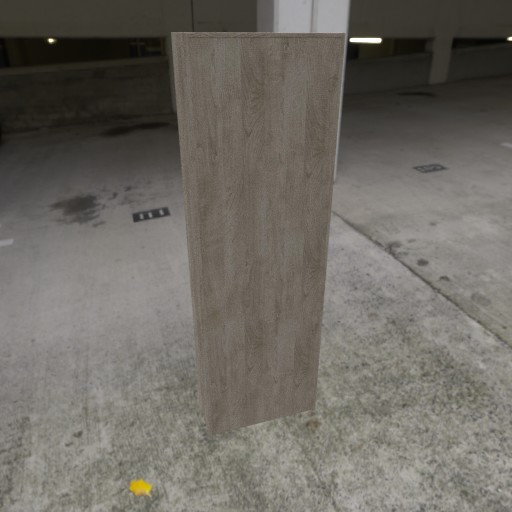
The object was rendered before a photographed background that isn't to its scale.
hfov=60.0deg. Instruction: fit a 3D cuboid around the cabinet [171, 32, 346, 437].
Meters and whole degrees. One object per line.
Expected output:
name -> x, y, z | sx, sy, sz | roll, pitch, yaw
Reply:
cabinet -> 0.000, 0.000, 1.811 | 0.520, 1.630, 0.250 | -8, 28, -16
